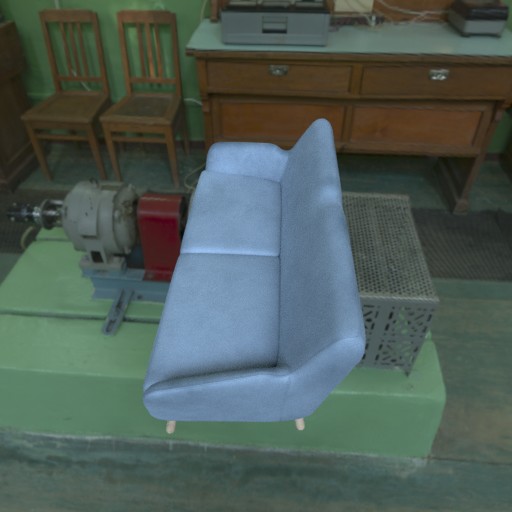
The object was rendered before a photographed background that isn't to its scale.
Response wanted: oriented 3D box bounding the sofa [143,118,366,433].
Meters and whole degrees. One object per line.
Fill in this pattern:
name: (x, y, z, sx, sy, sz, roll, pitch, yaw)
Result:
sofa: (0.000, 0.000, 2.359, 0.850, 0.810, 1.870, 2, 42, 2)
